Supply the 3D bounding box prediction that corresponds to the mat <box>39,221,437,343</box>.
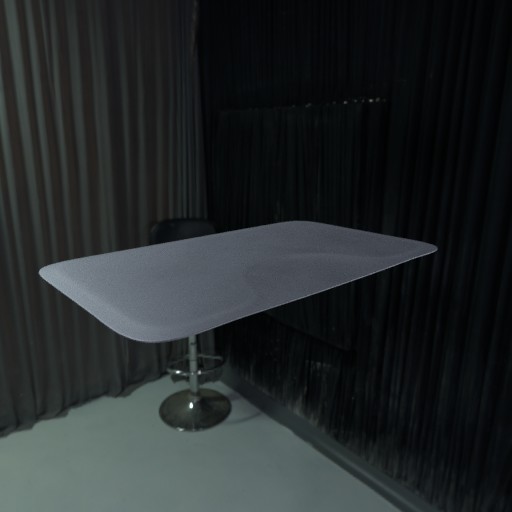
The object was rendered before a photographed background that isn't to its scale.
[{"bbox_3d":[0.000,0.000,1.852,1.524,0.013,0.918,-13,20,-40],"label":"mat"}]
